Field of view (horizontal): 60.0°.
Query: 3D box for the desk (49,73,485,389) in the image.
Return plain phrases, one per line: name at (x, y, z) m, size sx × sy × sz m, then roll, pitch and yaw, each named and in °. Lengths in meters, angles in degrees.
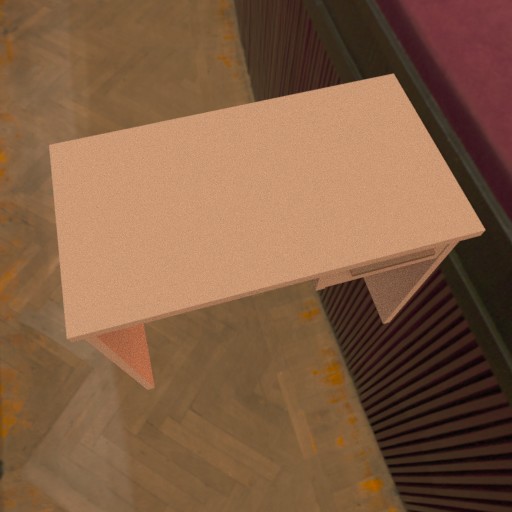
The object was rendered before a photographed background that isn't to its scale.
desk at (0.000, 0.000, 1.344) m, size 0.900 × 0.729 × 0.498 m, roll -14°, pitch 64°, yaw -7°
